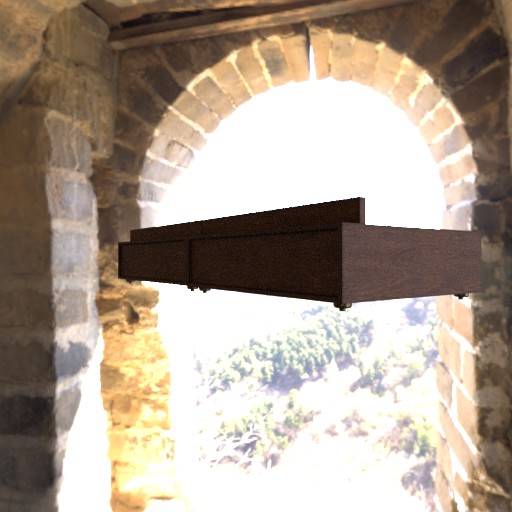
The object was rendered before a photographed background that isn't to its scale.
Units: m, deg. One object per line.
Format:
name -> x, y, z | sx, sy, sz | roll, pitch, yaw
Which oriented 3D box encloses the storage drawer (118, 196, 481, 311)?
storage drawer -> 0.000, 0.000, 2.245 | 0.774, 0.339, 1.914 | 0, 0, -36
